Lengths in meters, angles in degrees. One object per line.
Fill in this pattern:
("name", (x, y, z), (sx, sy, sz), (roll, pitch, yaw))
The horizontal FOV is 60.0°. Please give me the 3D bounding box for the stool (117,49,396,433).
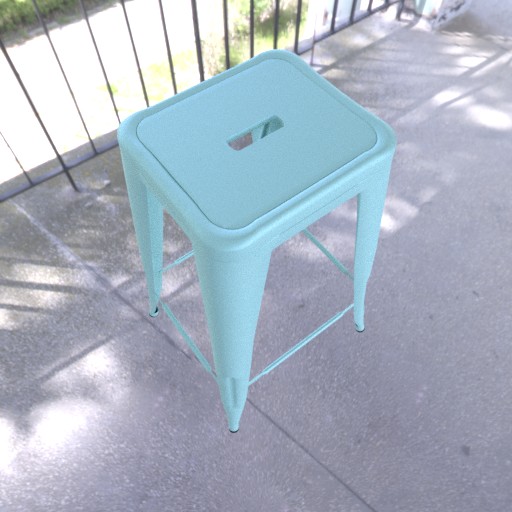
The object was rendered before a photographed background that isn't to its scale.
("stool", (0.000, 0.000, 0.819), (0.399, 0.609, 0.359), (-33, 64, -19))
